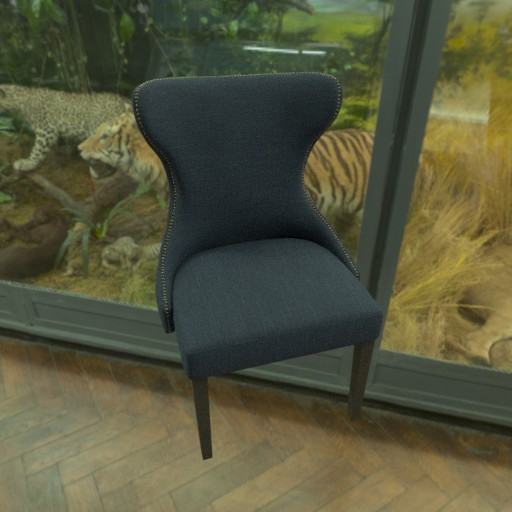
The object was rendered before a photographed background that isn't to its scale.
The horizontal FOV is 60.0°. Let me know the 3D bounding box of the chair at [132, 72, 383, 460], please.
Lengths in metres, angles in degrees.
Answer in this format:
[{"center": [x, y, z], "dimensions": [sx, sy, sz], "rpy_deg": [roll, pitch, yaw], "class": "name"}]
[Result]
[{"center": [0.000, 0.000, 1.357], "dimensions": [0.628, 0.967, 0.635], "rpy_deg": [-9, 34, -14], "class": "chair"}]
